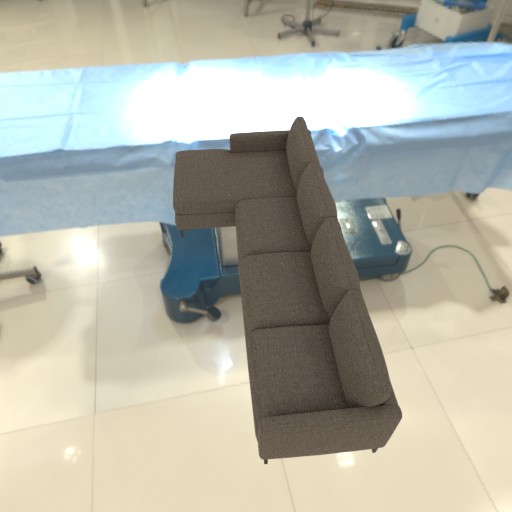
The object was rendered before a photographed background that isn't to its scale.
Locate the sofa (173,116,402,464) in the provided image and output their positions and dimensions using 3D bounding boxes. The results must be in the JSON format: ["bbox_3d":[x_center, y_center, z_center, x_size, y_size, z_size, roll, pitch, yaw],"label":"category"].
[{"bbox_3d":[0.000,0.000,3.241,1.258,0.754,2.731,-4,48,-4],"label":"sofa"}]
